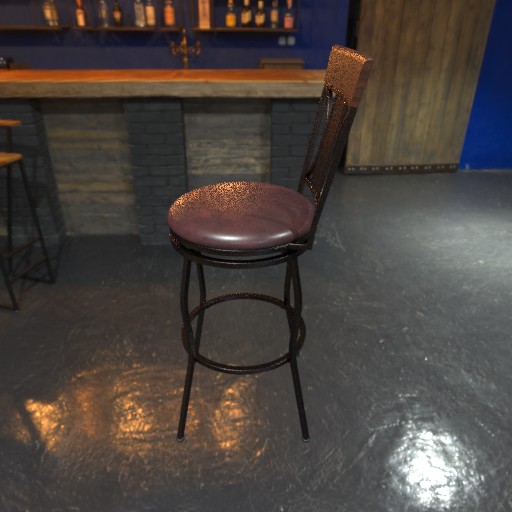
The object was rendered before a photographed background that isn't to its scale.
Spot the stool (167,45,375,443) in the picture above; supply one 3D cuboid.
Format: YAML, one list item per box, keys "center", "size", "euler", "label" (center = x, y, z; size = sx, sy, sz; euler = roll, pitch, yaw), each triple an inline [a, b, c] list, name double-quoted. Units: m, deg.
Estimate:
- center: [0.000, 0.000, 1.340]
  size: [0.513, 1.130, 0.448]
  euler: [0, 29, 0]
  label: "stool"
